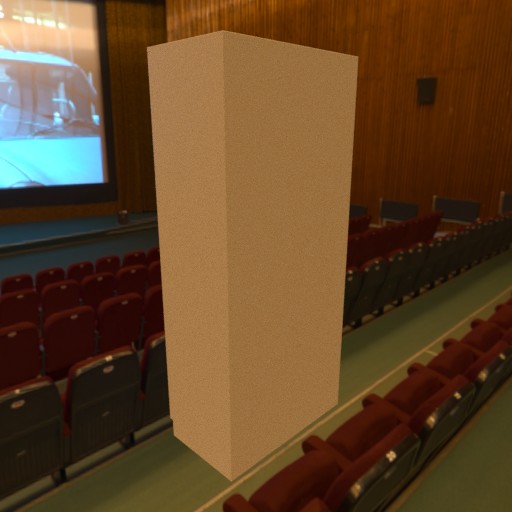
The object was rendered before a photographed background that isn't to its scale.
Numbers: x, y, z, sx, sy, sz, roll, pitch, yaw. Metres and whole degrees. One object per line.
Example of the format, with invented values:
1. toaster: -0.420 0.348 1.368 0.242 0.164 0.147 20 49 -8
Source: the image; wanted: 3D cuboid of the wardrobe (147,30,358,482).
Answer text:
1. wardrobe: 0.000 0.000 2.020 0.470 1.700 0.760 16 22 43
